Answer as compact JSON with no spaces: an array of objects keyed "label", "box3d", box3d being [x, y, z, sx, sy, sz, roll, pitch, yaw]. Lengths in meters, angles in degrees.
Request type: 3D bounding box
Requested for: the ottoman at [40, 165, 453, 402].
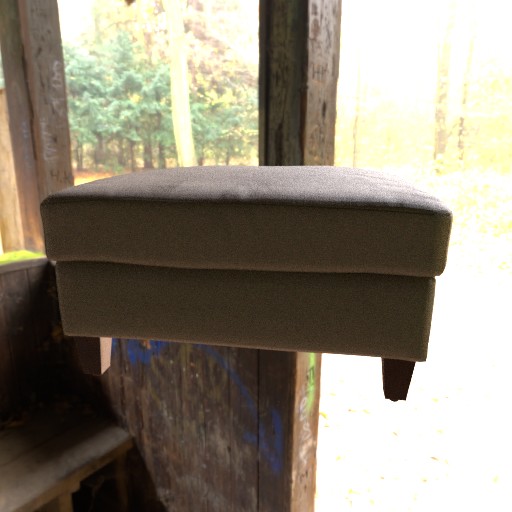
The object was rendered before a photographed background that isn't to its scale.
[{"label":"ottoman","box3d":[0.000,0.000,1.282,0.902,0.511,0.692,2,15,9]}]
